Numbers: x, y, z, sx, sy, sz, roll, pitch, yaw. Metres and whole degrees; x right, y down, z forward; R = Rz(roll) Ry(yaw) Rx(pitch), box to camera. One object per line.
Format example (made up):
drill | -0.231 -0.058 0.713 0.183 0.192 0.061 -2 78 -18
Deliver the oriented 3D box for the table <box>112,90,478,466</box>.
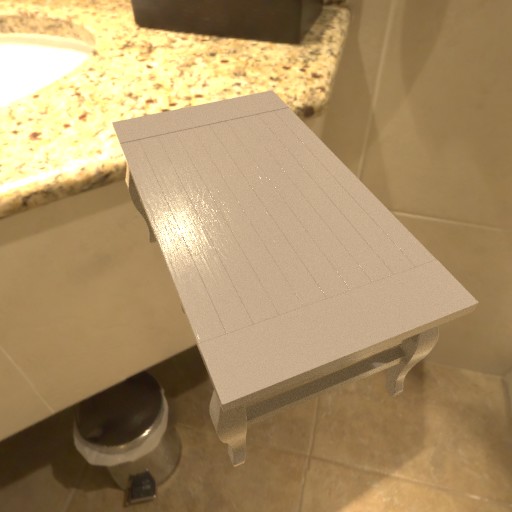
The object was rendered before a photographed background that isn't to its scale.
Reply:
table | 0.000 0.000 1.385 0.600 0.495 1.062 -17 49 -16
